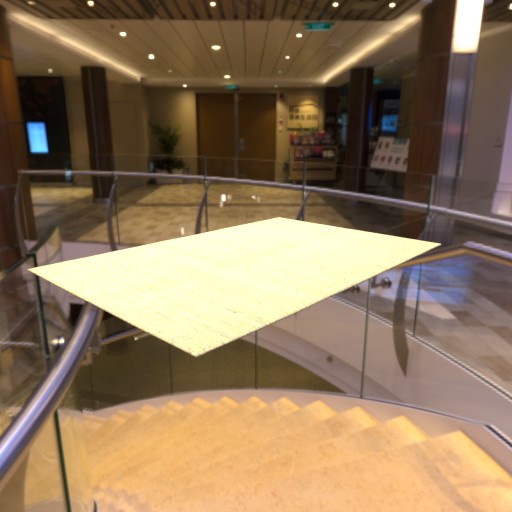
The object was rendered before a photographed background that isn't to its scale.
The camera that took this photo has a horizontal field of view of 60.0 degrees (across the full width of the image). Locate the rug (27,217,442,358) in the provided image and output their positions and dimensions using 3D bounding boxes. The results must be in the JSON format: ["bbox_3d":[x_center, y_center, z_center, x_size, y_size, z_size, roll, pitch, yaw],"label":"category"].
[{"bbox_3d":[0.000,0.000,2.350,1.250,0.015,1.850,14,21,41],"label":"rug"}]
